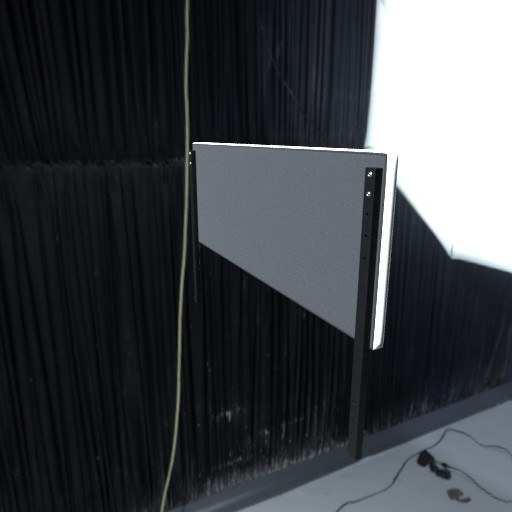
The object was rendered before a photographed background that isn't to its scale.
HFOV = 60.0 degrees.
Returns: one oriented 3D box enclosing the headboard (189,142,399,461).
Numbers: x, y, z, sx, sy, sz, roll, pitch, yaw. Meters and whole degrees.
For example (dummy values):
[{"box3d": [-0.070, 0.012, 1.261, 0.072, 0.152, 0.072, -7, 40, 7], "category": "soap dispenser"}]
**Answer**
[{"box3d": [0.000, 0.000, 2.906, 0.120, 1.410, 2.362, -7, 17, -25], "category": "headboard"}]
